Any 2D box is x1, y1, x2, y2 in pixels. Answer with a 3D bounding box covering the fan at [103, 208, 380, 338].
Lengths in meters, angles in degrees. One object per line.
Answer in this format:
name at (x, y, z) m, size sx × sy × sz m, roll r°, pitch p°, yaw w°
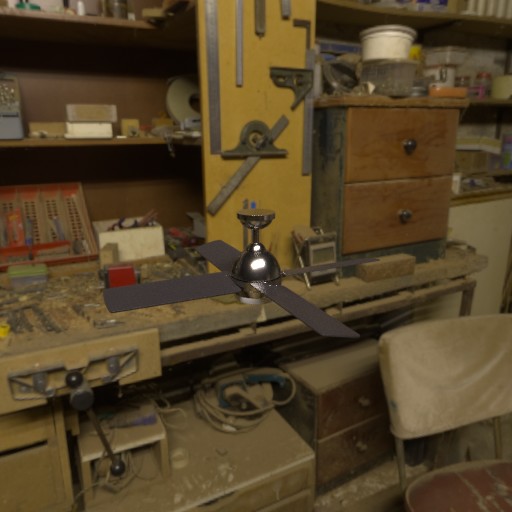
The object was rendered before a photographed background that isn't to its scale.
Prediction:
fan at (0.000, 0.000, 2.002) m, size 1.332 × 0.403 × 1.332 m, roll -8°, pitch 18°, yaw -25°
